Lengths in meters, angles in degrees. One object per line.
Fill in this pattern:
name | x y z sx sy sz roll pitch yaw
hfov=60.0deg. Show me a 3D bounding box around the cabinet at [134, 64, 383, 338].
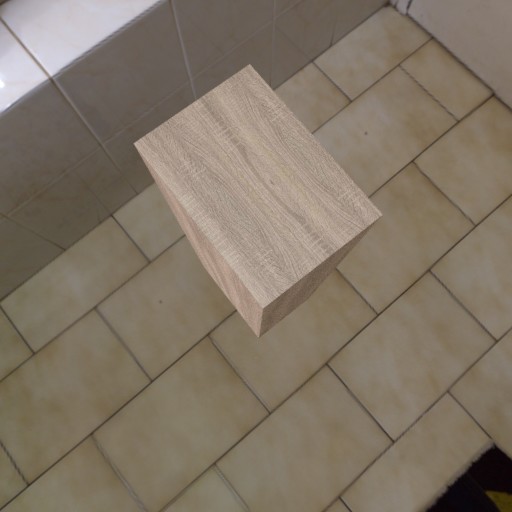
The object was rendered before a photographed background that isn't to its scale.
cabinet | 0.000 0.000 2.085 0.400 1.850 0.570 -37 80 -8
